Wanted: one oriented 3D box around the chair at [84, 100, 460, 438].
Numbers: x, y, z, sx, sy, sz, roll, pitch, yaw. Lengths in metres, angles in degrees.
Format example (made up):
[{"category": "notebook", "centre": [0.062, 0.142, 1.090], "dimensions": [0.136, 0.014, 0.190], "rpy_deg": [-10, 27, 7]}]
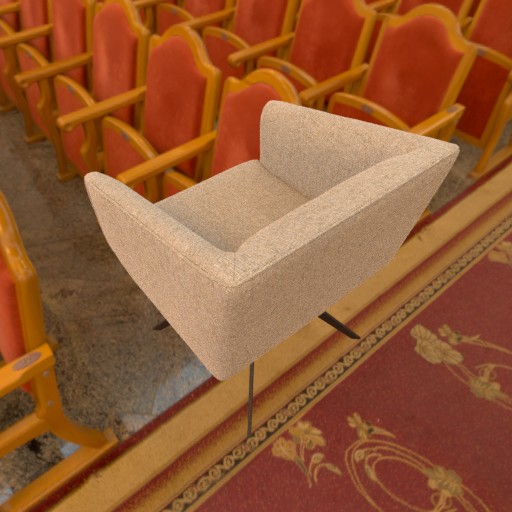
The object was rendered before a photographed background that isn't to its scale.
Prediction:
[{"category": "chair", "centre": [0.000, 0.000, 1.224], "dimensions": [0.628, 0.760, 0.623], "rpy_deg": [-31, 54, -26]}]
